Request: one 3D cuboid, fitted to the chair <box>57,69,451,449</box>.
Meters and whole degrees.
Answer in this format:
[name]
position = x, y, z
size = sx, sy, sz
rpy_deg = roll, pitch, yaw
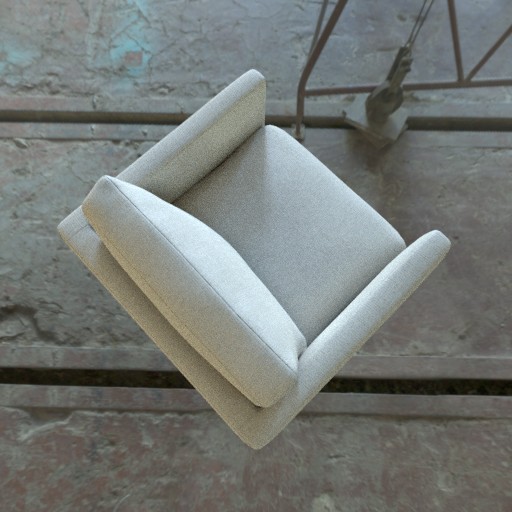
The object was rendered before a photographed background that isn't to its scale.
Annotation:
[chair]
position = 0.000, 0.000, 1.715
size = 0.959, 0.919, 0.996
rpy_deg = -43, 78, -11
